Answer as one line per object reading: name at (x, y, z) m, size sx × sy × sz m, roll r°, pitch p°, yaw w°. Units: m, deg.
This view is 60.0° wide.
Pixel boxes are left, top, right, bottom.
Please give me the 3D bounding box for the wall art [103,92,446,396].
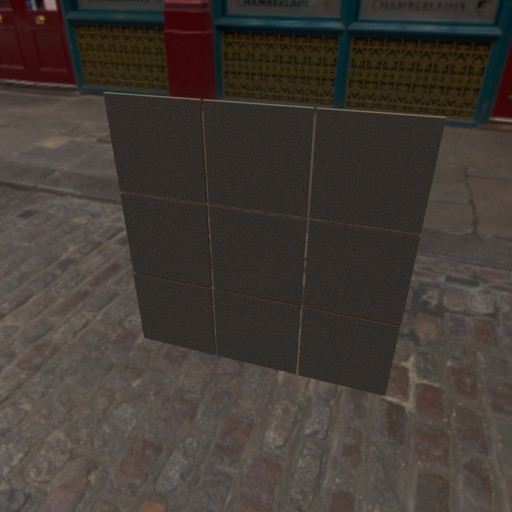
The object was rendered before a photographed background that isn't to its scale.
wall art at (0.000, 0.000, 2.288) m, size 1.527 × 1.521 × 0.017 m, roll 10°, pitch 32°, yaw 16°
